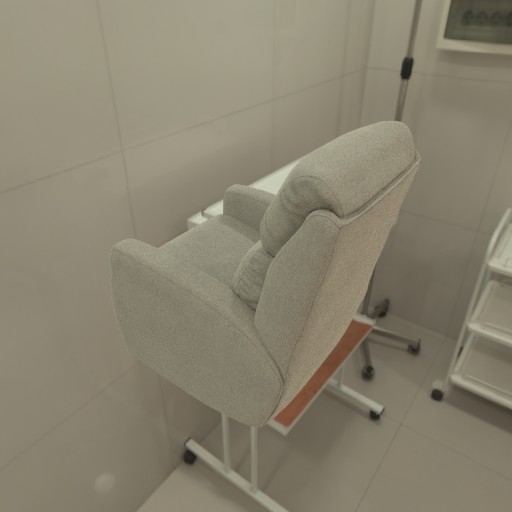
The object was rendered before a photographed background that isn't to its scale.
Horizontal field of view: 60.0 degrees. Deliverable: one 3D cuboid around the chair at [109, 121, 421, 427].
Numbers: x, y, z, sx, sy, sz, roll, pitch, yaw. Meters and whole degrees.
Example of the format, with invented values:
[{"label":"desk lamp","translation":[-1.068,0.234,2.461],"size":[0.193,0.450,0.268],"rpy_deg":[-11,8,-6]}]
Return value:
[{"label":"chair","translation":[0.000,0.000,1.696],"size":[0.940,1.021,0.794],"rpy_deg":[21,38,30]}]
